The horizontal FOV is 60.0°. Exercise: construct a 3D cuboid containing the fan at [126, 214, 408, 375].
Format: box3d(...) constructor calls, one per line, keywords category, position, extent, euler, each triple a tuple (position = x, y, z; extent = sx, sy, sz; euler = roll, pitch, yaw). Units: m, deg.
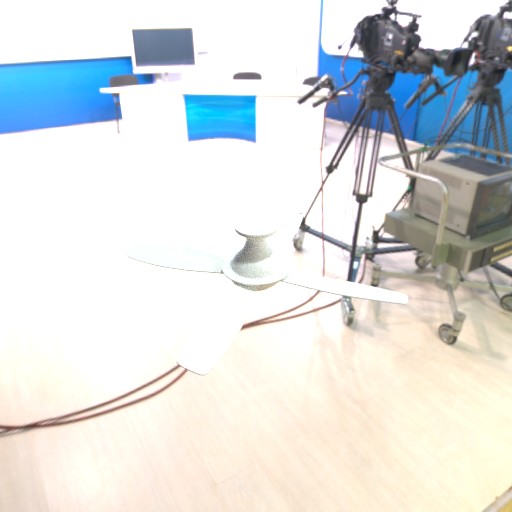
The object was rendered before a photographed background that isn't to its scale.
box3d(category="fan", position=(0.000, 0.000, 2.522), extent=(1.693, 0.382, 1.694), euler=(10, 31, 17))
